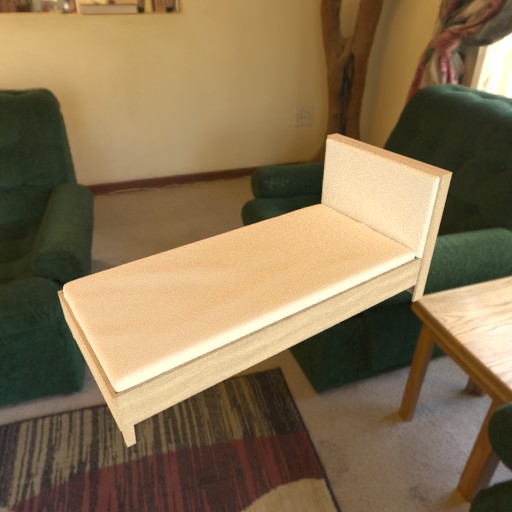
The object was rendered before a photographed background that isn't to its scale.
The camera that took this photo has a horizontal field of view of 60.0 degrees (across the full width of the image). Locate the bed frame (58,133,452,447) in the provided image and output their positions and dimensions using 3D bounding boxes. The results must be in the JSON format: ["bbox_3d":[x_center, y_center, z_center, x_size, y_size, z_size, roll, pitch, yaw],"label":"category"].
[{"bbox_3d":[0.000,0.000,2.696,2.140,0.920,0.990,-20,36,-29],"label":"bed frame"}]
